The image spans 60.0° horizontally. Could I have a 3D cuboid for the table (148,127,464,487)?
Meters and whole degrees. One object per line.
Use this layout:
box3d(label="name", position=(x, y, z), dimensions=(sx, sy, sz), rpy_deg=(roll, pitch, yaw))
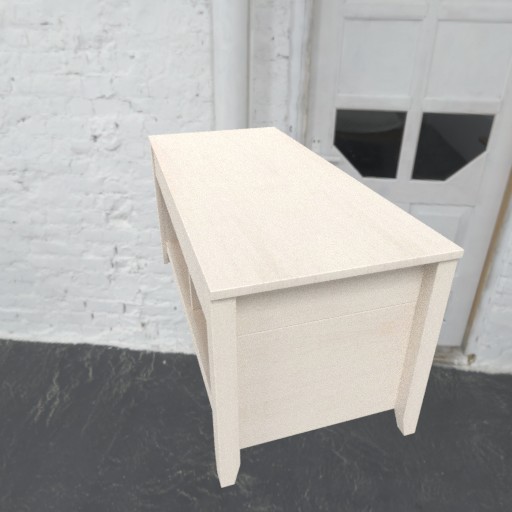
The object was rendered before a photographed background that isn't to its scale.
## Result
box3d(label="table", position=(0.000, 0.000, 1.265), dimensions=(0.457, 0.483, 1.016), rpy_deg=(-8, 30, -15))
